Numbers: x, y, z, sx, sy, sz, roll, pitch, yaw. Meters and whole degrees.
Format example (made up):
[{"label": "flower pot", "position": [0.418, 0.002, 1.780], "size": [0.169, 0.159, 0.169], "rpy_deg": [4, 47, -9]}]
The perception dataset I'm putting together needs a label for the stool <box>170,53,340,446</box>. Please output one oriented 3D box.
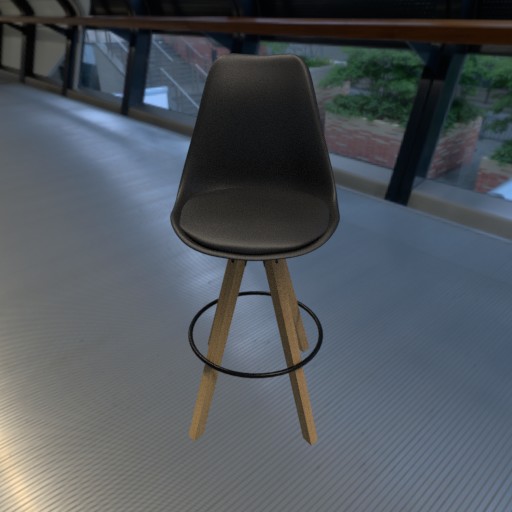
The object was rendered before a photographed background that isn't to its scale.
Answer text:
[{"label": "stool", "position": [0.000, 0.000, 1.392], "size": [0.485, 1.115, 0.550], "rpy_deg": [1, 30, 2]}]
